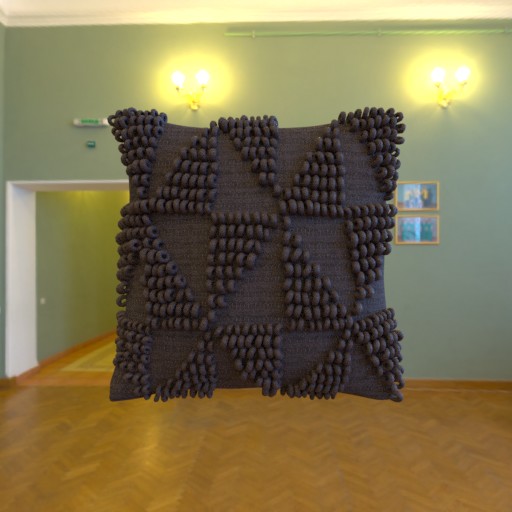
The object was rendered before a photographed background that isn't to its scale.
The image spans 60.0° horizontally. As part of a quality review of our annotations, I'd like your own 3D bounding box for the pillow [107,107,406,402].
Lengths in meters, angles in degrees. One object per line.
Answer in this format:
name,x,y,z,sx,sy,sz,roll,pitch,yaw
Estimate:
pillow,0.000,0.000,0.699,0.470,0.467,0.172,0,0,1
